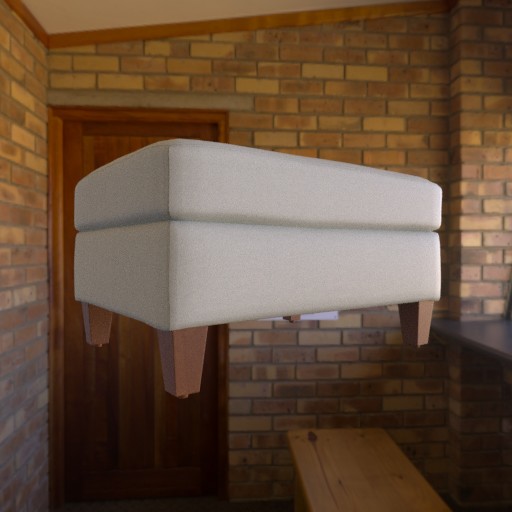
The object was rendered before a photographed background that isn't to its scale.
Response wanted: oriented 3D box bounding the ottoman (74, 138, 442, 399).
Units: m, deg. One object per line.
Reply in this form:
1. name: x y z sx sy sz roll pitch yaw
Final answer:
1. ottoman: 0.000 0.000 1.206 0.818 0.496 0.634 0 1 -36
